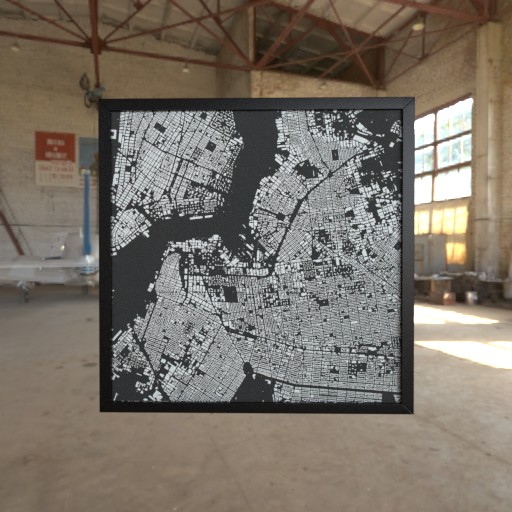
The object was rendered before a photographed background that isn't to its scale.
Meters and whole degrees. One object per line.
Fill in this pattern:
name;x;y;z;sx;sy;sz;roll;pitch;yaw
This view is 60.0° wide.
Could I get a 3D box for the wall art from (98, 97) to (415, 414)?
wall art;0.000;0.000;0.438;0.299;0.299;0.037;0;1;1
